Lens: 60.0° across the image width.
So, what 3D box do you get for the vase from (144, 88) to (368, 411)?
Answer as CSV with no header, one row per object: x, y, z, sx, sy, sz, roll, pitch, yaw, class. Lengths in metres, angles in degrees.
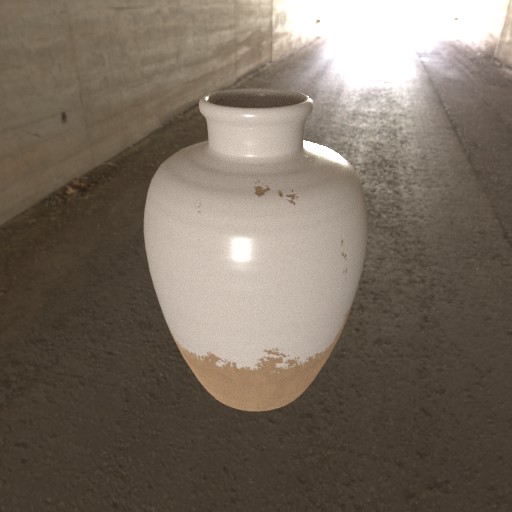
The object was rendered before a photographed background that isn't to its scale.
0.000,0.000,0.333,0.158,0.228,0.158,0,30,0,vase
